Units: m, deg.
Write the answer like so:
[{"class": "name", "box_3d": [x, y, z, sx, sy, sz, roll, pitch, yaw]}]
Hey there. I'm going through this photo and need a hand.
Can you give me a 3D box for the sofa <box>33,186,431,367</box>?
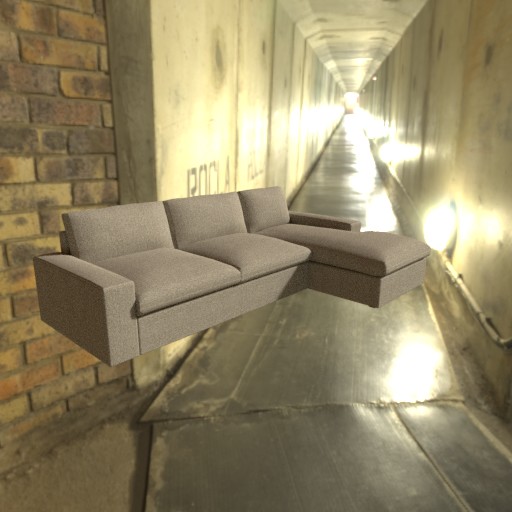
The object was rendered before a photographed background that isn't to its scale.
[{"class": "sofa", "box_3d": [0.000, 0.000, 3.477, 1.689, 0.813, 2.718, 14, 20, 42]}]
